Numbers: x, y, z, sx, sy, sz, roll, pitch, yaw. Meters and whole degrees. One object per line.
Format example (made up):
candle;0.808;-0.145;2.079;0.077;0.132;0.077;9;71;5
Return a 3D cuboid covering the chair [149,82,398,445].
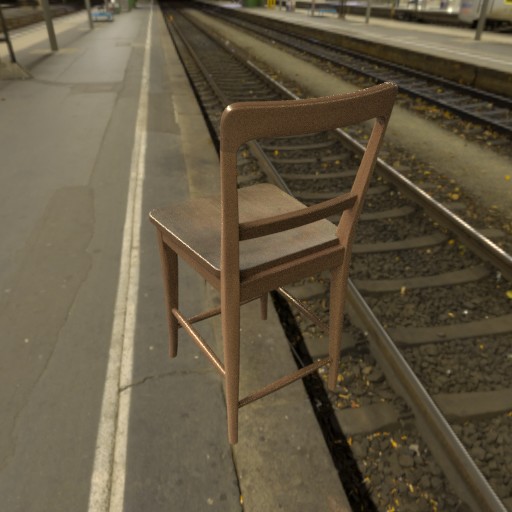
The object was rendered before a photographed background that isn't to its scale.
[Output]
chair;0.000;0.000;1.294;0.450;0.991;0.546;-18;35;-27
